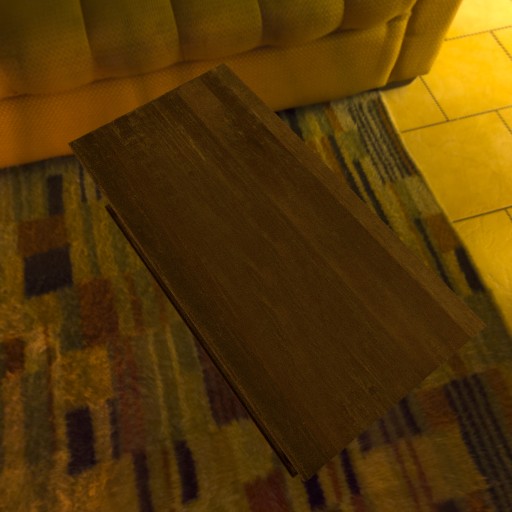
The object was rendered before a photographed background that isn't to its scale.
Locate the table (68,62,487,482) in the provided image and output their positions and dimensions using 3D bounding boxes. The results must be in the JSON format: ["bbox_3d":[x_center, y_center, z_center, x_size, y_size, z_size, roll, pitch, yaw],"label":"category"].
[{"bbox_3d":[0.000,0.000,1.336,0.554,0.373,1.088,-34,69,-15],"label":"table"}]
